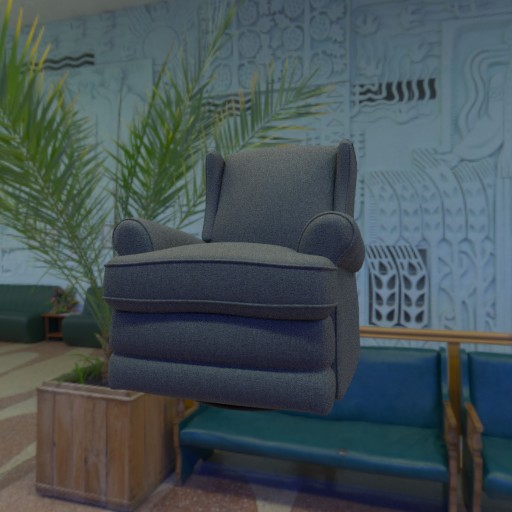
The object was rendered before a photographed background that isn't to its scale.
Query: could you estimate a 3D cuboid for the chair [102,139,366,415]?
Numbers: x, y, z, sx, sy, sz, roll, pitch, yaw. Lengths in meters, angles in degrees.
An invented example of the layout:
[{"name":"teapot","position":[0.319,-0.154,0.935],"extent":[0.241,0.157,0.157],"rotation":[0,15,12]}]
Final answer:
[{"name":"chair","position":[0.000,0.000,1.713],"extent":[0.847,1.011,0.969],"rotation":[0,0,19]}]
